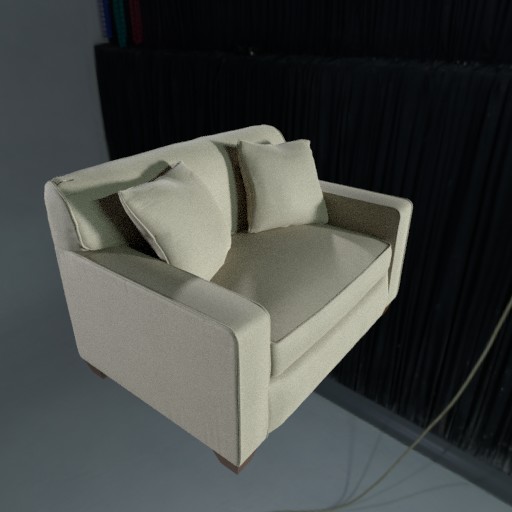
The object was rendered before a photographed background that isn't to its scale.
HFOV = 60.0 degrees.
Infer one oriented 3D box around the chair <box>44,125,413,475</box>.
[{"bbox_3d":[0.000,0.000,2.047,1.000,0.948,1.383,19,33,33],"label":"chair"}]
